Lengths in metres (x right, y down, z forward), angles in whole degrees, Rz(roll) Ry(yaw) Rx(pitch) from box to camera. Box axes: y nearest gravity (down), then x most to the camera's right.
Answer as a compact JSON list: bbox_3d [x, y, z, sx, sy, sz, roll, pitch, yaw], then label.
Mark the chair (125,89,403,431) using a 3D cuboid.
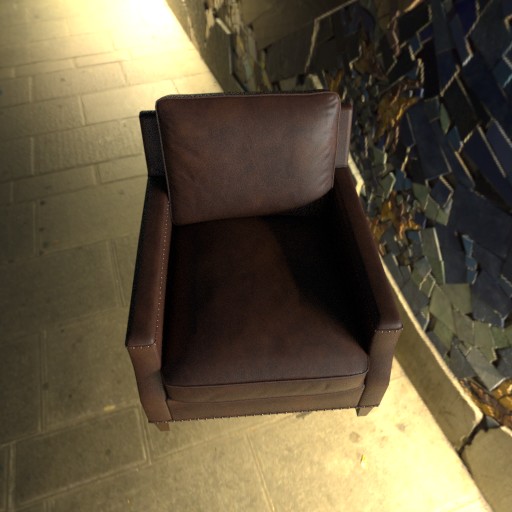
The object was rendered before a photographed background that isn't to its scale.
[{"bbox_3d":[0.000,0.000,1.680,0.853,0.929,1.014,-3,48,-3],"label":"chair"}]
